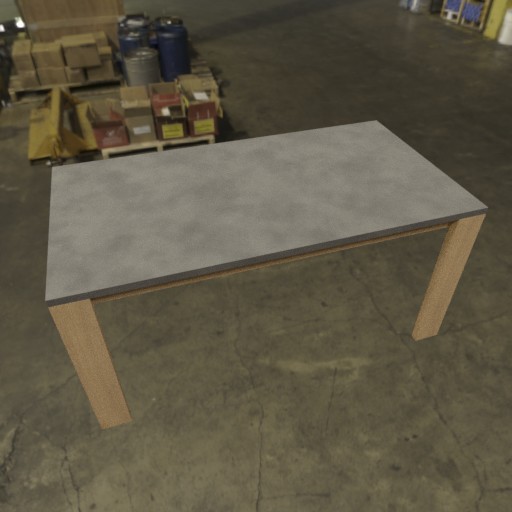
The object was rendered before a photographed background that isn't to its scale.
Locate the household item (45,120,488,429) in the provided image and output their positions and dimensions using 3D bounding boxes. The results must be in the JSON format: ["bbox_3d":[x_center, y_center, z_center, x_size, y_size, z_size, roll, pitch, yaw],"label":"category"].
[{"bbox_3d":[0.000,0.000,2.065,1.600,0.755,0.850,-12,42,-14],"label":"household item"}]
